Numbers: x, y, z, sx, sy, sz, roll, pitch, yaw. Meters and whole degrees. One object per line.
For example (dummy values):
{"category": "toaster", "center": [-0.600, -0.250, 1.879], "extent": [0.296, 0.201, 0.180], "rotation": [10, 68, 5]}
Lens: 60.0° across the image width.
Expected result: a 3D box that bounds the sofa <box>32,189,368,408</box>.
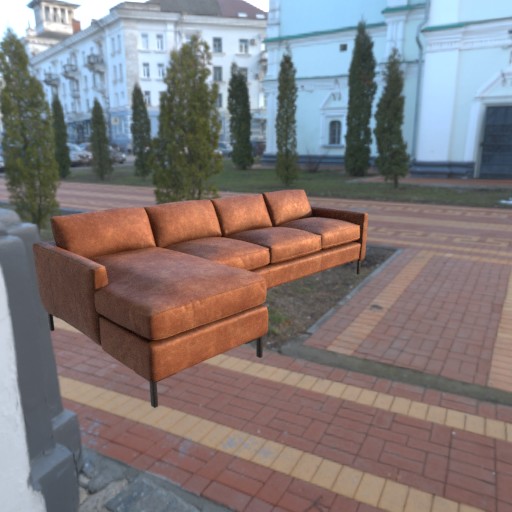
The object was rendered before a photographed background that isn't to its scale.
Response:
{"category": "sofa", "center": [0.000, 0.000, 3.670], "extent": [1.471, 0.859, 2.993], "rotation": [13, 19, 43]}
